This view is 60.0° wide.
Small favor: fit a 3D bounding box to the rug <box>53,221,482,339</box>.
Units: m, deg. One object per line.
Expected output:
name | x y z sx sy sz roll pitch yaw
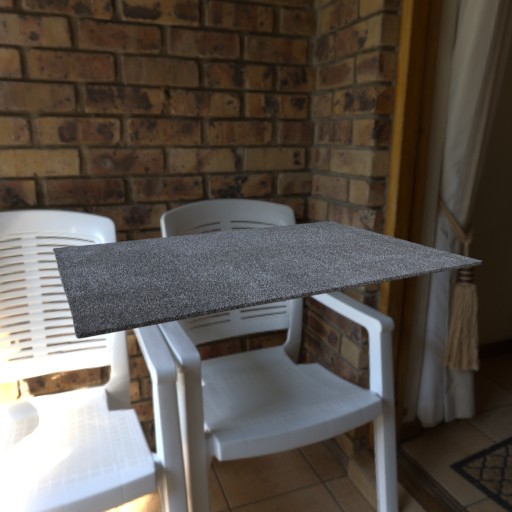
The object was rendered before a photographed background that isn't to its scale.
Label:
rug | 0.000 0.000 3.329 2.699 0.026 1.802 -7 16 -26
